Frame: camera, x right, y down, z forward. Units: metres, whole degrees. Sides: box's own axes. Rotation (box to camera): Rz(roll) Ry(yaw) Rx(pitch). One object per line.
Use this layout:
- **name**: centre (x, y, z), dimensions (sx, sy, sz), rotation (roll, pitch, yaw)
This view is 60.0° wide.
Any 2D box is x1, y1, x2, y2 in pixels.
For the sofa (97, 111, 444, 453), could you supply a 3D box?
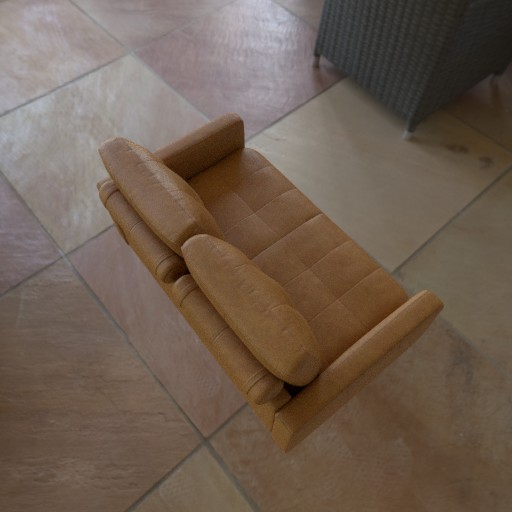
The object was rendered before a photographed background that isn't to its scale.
- **sofa**: centre (0.000, 0.000, 2.005), dimensions (0.868, 0.898, 1.430), rotation (-34, 65, -18)
